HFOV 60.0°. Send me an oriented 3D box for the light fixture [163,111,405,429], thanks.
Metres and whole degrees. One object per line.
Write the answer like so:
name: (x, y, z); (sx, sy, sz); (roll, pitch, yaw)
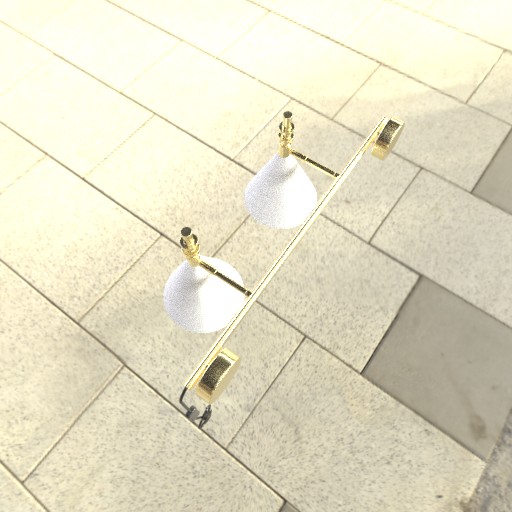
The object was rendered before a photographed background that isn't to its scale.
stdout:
light fixture: (0.000, 0.000, 0.887); (0.239, 0.468, 0.642); (32, 68, 15)
